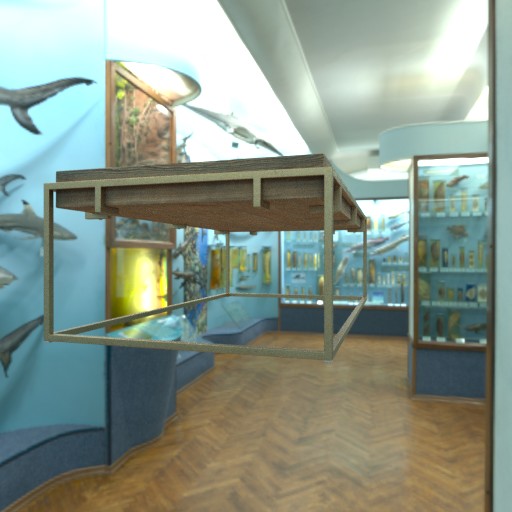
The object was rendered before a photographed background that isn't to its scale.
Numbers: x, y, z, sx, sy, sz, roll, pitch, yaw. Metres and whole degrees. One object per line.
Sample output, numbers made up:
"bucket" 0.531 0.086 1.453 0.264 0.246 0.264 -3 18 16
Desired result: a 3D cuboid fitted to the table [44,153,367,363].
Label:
"table" 0.000 0.000 1.745 0.775 0.468 1.387 0 0 17
